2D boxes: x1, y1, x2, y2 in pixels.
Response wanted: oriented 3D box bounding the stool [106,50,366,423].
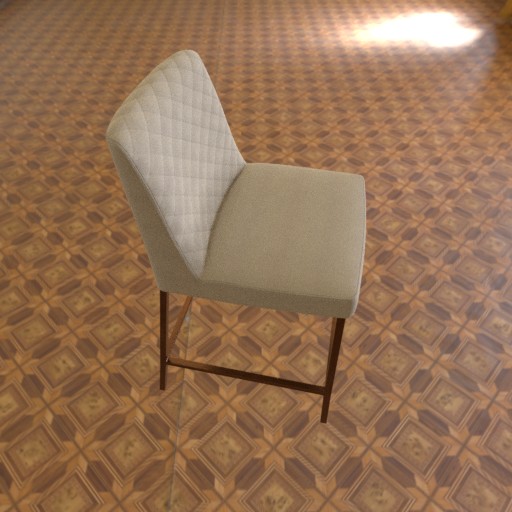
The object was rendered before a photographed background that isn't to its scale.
[{"bbox_3d":[0.000,0.000,1.277,0.576,0.973,0.507,9,46,8],"label":"stool"}]
